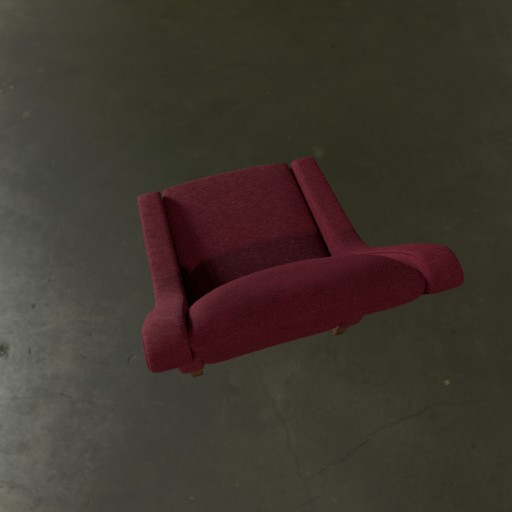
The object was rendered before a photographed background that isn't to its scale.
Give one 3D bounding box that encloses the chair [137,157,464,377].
[{"bbox_3d":[0.000,0.000,1.669,0.793,1.017,0.985,-14,60,-9],"label":"chair"}]
